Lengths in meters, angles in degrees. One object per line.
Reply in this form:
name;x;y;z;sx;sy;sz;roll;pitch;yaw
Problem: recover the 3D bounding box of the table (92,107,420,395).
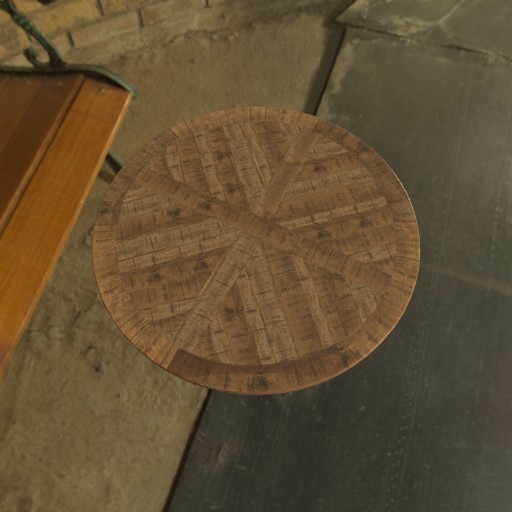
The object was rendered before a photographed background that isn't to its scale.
table;0.000;0.000;1.957;1.264;0.516;1.264;0;63;0
